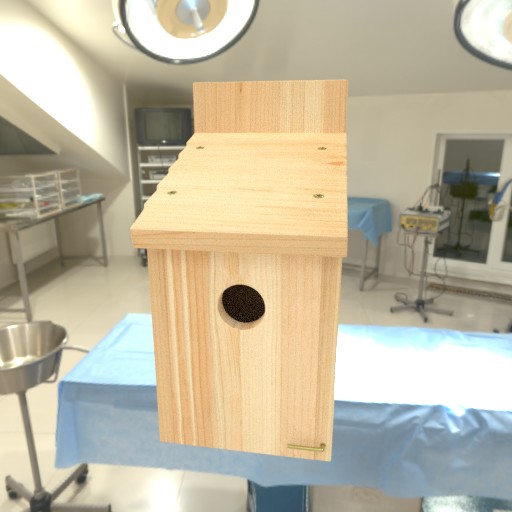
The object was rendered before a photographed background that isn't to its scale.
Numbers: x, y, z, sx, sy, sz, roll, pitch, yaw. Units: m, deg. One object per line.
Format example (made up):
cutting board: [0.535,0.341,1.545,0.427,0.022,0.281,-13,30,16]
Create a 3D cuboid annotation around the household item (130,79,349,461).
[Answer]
household item: [0.000,0.000,0.387,0.149,0.300,0.171,3,16,9]
